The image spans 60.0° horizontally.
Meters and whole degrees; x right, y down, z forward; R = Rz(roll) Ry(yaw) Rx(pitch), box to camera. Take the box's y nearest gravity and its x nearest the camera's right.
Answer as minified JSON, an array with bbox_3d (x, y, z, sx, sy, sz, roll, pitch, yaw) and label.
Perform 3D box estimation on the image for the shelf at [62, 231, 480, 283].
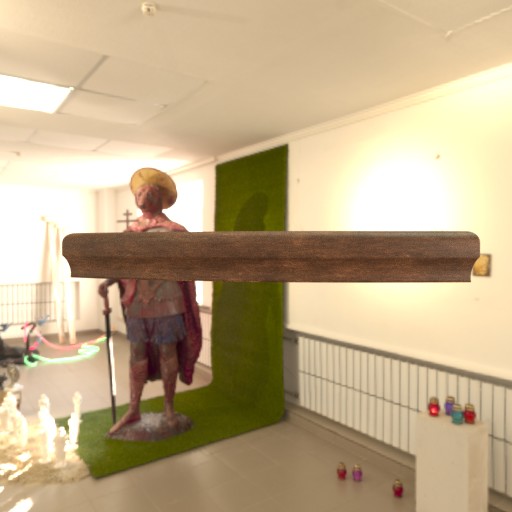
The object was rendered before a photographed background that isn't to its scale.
[{"bbox_3d":[0.000,0.000,0.460,0.310,0.050,0.310,-1,2,-36],"label":"shelf"}]
